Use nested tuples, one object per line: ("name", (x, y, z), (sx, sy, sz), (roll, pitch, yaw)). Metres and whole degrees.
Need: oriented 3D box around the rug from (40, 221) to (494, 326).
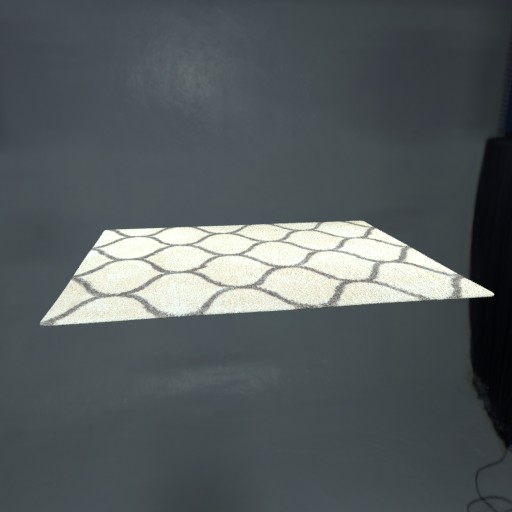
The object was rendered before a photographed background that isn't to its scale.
("rug", (0.000, 0.000, 3.988), (3.000, 0.026, 2.399), (-3, 17, -9))
